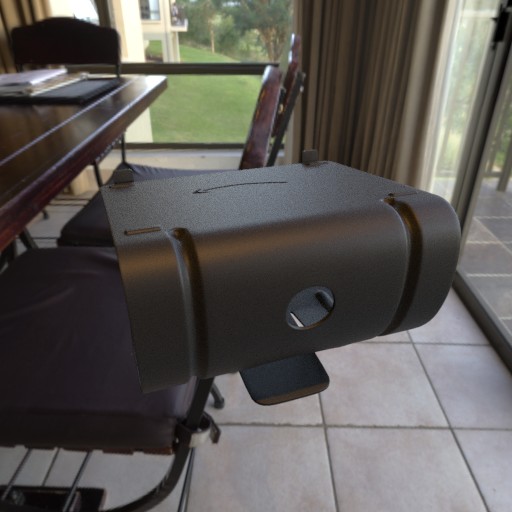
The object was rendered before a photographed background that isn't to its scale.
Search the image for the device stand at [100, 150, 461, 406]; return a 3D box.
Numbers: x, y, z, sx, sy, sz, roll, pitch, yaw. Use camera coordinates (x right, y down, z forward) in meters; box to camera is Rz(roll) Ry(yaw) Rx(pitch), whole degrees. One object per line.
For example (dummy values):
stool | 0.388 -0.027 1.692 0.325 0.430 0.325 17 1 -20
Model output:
device stand | 0.000 0.000 0.410 0.256 0.155 0.236 -10 32 -16
